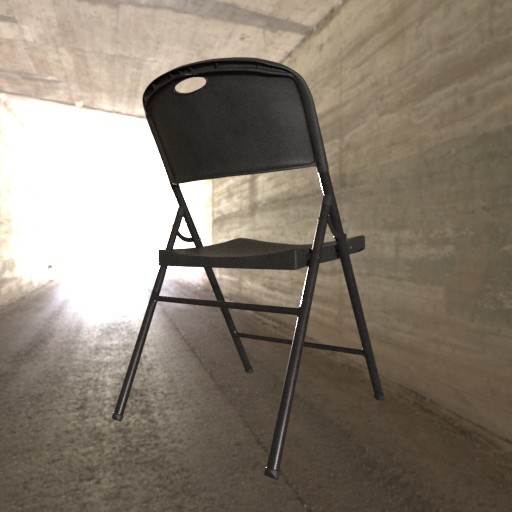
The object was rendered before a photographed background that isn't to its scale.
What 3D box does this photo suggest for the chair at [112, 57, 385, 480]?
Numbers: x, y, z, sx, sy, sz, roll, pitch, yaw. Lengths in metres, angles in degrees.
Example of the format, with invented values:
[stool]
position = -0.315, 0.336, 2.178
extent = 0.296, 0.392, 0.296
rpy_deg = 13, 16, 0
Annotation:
[chair]
position = 0.000, 0.000, 1.160
extent = 0.494, 0.810, 0.566
rpy_deg = 1, 1, 37
